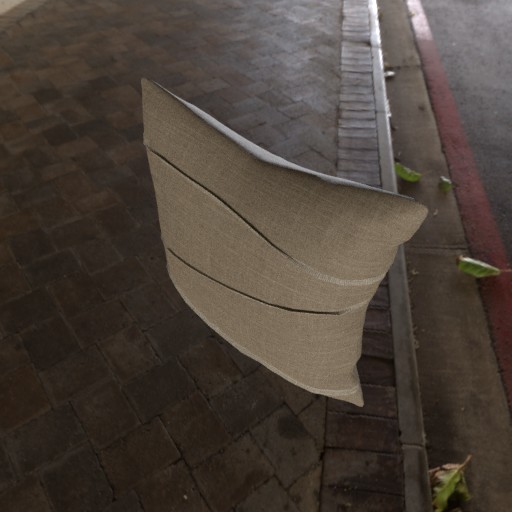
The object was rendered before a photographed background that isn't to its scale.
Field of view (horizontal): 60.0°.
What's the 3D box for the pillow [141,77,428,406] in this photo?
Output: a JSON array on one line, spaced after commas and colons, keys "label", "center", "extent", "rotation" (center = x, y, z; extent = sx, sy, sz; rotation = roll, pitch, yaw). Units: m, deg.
[{"label": "pillow", "center": [0.000, 0.000, 0.634], "extent": [0.424, 0.400, 0.169], "rotation": [32, 54, 27]}]
